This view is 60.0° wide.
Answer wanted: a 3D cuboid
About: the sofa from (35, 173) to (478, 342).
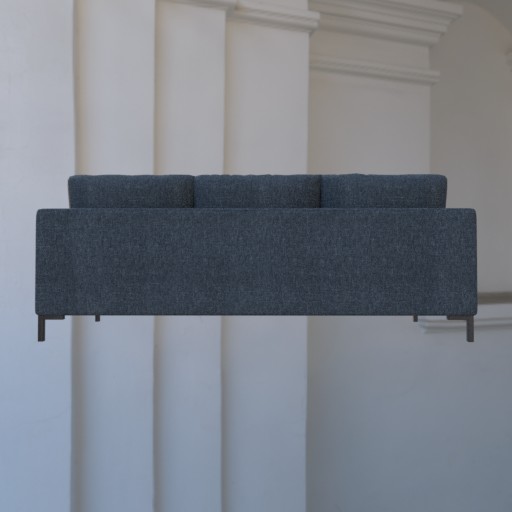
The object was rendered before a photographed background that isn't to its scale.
[{"bbox_3d":[0.000,0.000,2.630,2.218,0.874,0.859,0,-1,0],"label":"sofa"}]
